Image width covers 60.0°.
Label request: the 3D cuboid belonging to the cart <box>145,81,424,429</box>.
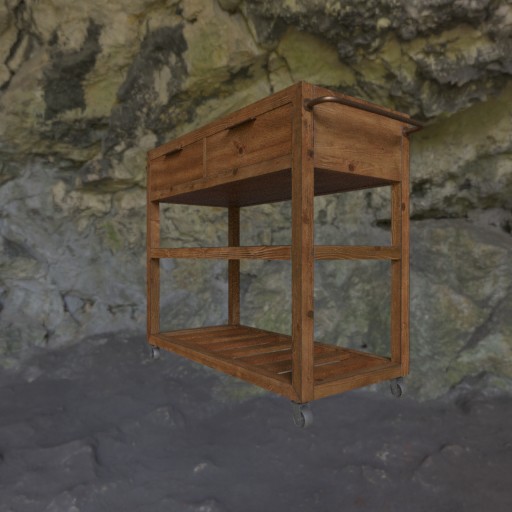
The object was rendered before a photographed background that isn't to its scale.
[{"bbox_3d":[0.000,0.000,1.535,0.445,0.830,1.065,0,0,-37],"label":"cart"}]
